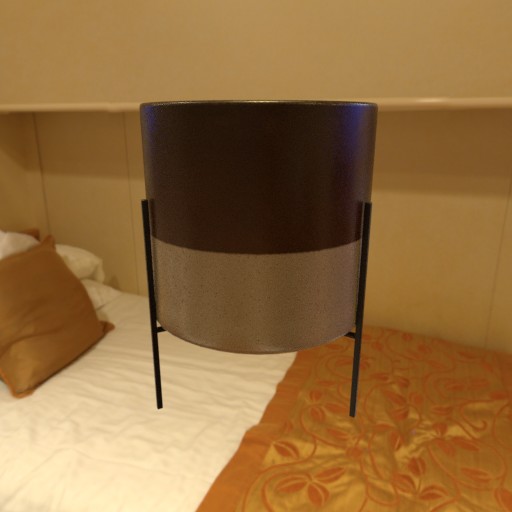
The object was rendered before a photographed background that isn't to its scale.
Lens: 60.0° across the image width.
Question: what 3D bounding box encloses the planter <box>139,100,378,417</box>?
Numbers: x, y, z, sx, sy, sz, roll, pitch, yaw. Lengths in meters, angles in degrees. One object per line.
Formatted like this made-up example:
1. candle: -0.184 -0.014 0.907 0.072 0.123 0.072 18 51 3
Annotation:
1. planter: 0.000 0.000 0.719 0.354 0.465 0.345 -8 19 -25
